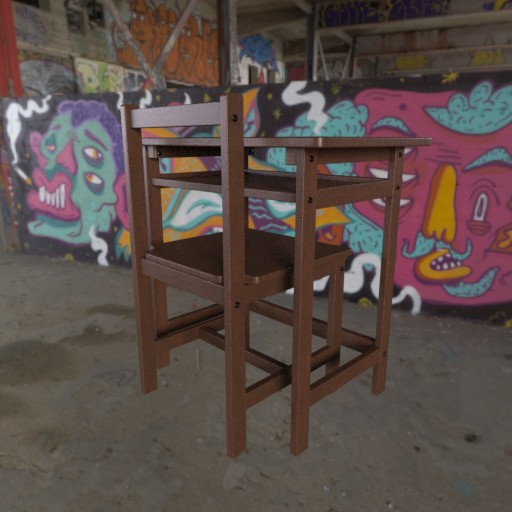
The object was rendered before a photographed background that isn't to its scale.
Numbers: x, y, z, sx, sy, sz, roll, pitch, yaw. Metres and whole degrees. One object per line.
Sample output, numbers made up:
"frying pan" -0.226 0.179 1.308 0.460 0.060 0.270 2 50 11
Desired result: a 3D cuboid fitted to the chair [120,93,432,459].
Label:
"chair" 0.000 0.000 1.048 0.463 0.673 0.599 -14 20 -43
